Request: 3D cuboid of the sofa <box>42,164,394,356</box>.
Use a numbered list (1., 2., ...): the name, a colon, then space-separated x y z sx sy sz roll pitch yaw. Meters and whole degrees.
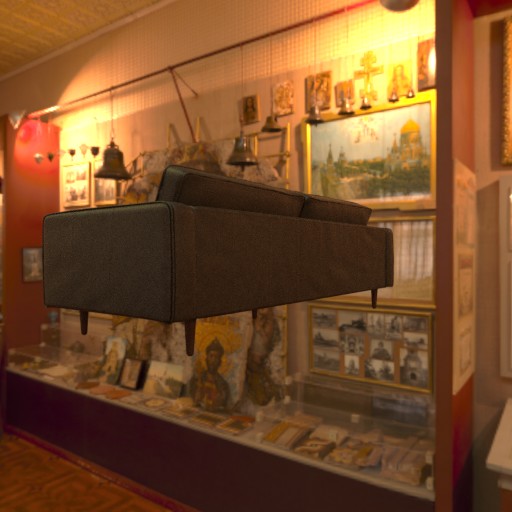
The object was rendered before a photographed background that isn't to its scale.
1. sofa: 0.000 0.000 2.670 0.914 0.762 2.210 0 1 37
